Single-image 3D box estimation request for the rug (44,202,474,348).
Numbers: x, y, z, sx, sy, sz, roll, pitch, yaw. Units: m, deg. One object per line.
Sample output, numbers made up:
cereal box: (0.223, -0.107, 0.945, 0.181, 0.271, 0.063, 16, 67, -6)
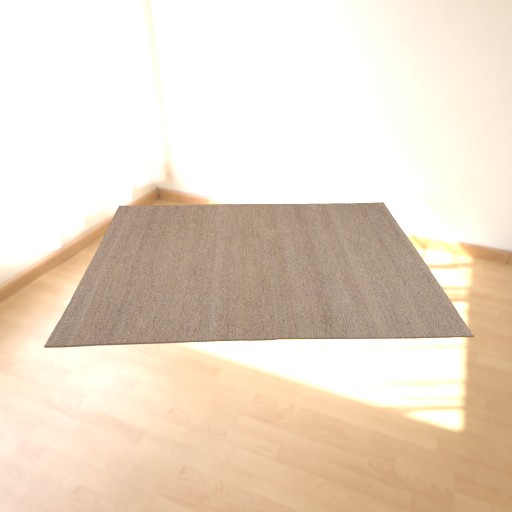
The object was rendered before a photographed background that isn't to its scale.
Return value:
rug: (0.000, 0.000, 4.355, 3.245, 0.046, 2.467, -1, 31, -2)
